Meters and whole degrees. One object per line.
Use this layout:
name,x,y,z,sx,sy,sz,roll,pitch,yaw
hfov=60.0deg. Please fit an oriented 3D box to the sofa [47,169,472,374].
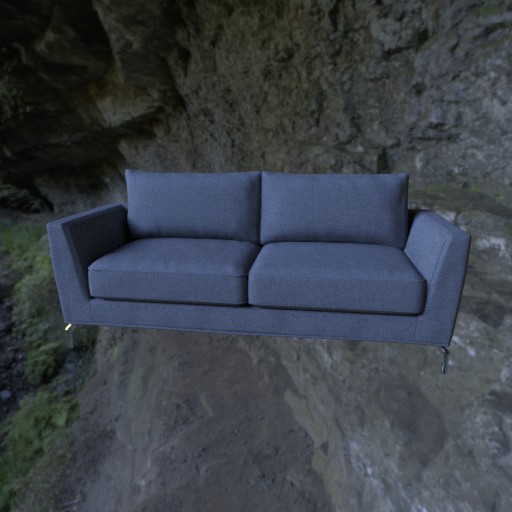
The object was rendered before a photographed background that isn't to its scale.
sofa,0.000,0.000,2.714,2.212,1.002,0.869,2,15,8
